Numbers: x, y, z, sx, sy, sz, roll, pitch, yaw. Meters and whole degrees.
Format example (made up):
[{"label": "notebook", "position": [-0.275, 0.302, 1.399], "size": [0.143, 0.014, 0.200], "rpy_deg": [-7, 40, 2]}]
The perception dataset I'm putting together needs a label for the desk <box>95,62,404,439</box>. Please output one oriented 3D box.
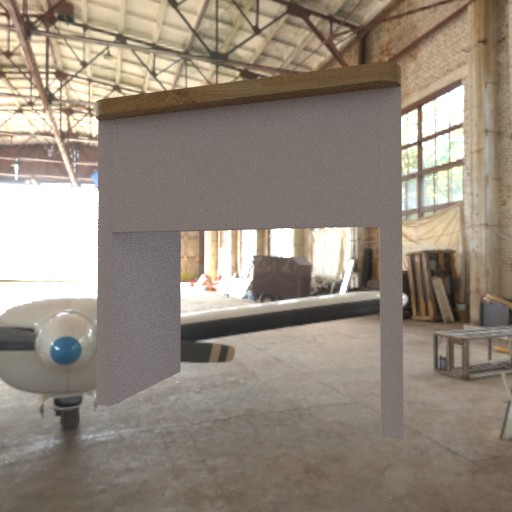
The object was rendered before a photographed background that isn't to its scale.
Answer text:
[{"label": "desk", "position": [0.000, 0.000, 1.220], "size": [0.760, 0.790, 0.440], "rpy_deg": [0, -1, 17]}]
